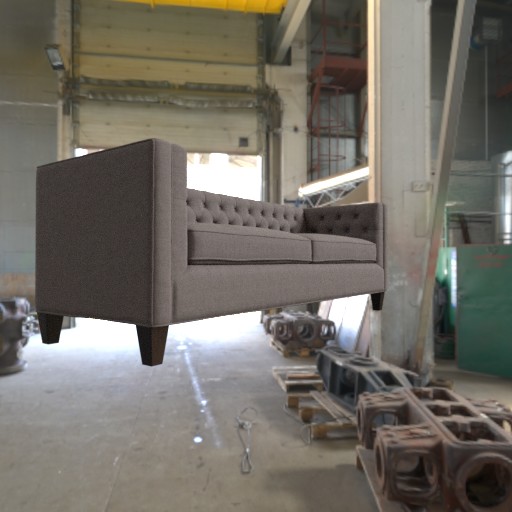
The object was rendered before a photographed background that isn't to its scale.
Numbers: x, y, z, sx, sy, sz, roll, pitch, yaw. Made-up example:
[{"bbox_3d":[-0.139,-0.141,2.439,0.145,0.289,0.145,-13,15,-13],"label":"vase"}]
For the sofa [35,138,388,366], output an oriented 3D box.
[{"bbox_3d":[0.000,0.000,2.535,0.775,0.762,2.159,0,-1,36],"label":"sofa"}]
